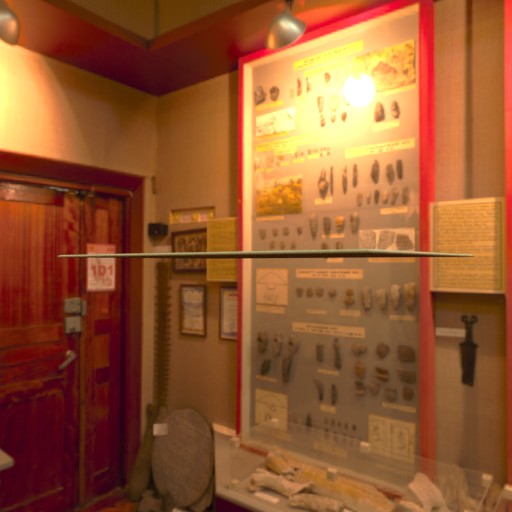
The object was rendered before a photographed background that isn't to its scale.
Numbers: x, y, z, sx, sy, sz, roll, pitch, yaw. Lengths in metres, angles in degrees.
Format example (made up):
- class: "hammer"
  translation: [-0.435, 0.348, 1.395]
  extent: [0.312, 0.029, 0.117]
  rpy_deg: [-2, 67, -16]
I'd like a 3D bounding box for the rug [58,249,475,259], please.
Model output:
- class: "rug"
  translation: [0.000, 0.000, 3.483]
  extent: [2.746, 0.018, 1.819]
  rpy_deg: [-1, -1, 39]
